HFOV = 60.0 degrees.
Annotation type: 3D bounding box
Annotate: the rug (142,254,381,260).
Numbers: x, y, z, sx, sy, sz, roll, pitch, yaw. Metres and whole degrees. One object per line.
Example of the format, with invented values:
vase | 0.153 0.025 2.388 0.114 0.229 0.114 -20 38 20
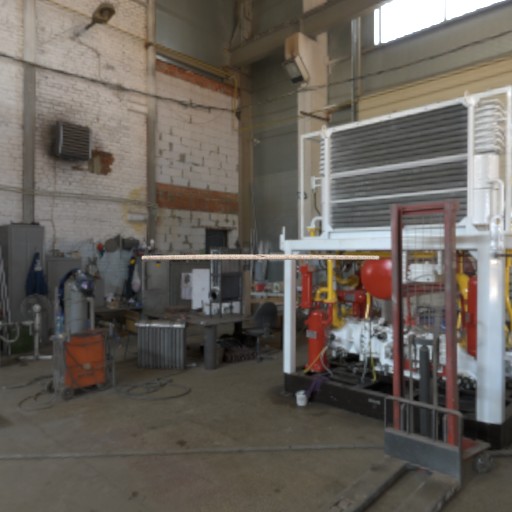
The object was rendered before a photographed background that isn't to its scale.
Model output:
rug | 0.000 0.000 2.625 0.762 0.012 2.438 0 0 -1
